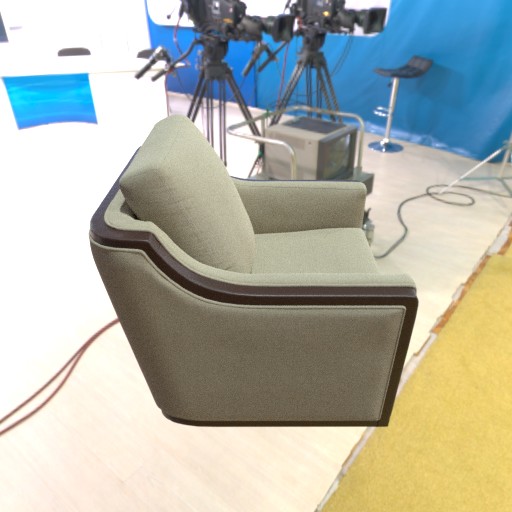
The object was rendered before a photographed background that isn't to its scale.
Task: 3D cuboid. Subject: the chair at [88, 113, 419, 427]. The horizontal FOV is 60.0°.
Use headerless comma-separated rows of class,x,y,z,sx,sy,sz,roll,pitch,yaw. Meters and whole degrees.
chair,0.000,0.000,1.667,0.950,0.930,0.870,0,33,0
